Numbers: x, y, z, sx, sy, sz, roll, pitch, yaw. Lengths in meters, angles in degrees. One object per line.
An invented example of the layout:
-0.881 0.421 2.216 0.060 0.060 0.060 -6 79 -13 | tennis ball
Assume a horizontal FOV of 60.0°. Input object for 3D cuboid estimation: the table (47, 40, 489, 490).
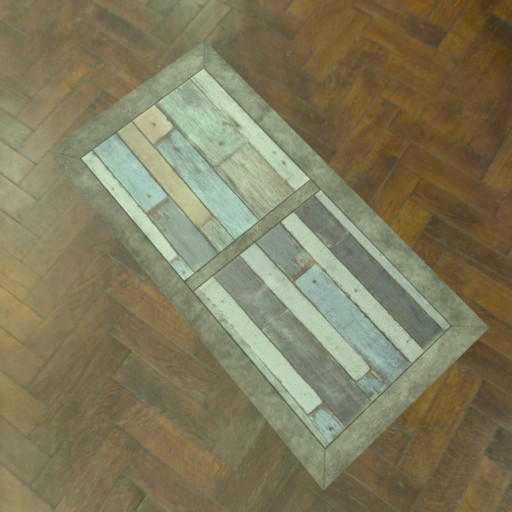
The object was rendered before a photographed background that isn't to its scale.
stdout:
0.000 0.000 1.489 0.610 0.470 1.219 -40 78 -10 | table
